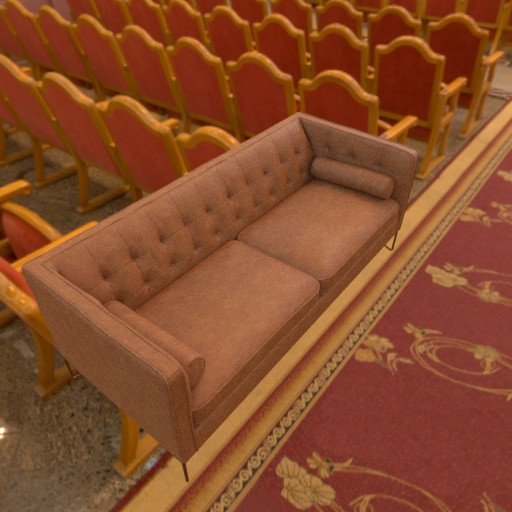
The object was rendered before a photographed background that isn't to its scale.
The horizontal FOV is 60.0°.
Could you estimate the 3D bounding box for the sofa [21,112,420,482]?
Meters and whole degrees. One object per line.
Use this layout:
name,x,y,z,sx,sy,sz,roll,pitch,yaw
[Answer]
sofa,0.000,0.000,2.499,0.912,0.798,2.079,27,48,28
